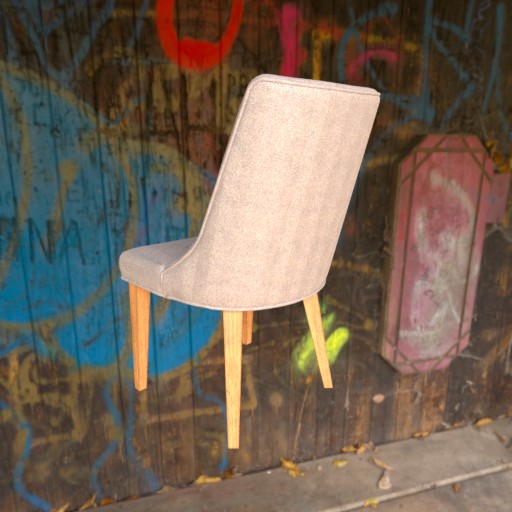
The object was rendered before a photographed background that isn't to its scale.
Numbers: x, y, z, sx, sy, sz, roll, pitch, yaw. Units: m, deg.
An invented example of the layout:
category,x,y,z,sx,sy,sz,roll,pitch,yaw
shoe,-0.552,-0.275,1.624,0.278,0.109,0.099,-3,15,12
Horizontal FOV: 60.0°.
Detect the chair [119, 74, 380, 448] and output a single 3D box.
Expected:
category,x,y,z,sx,sy,sz,roll,pitch,yaw
chair,0.000,0.000,1.293,0.548,0.916,0.636,-14,20,-43
